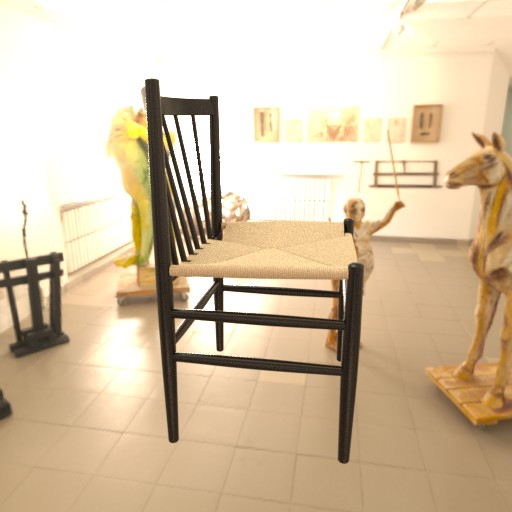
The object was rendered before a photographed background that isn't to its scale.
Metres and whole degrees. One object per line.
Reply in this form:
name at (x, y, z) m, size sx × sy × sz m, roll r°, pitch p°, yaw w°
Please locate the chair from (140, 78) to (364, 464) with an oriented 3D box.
chair at (0.000, 0.000, 1.148) m, size 0.516 × 0.818 × 0.495 m, roll 3°, pitch 16°, yaw 9°
